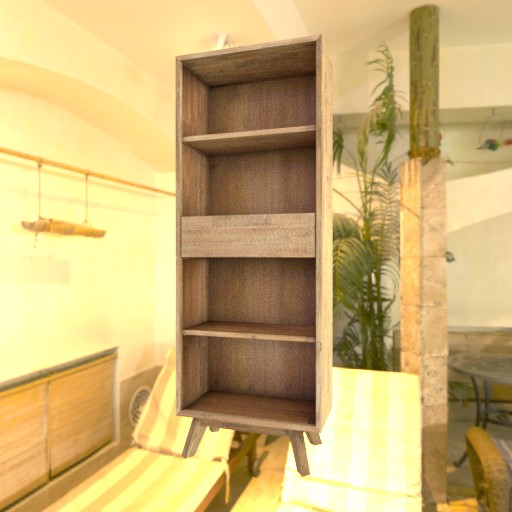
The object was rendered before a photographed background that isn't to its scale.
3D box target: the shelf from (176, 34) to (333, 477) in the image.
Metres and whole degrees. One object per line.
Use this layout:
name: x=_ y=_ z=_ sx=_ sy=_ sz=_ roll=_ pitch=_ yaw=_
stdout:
shelf: x=0.000 y=0.000 z=1.529 sx=0.491 sy=1.342 sz=0.267 roll=0 pitch=0 yaw=18
